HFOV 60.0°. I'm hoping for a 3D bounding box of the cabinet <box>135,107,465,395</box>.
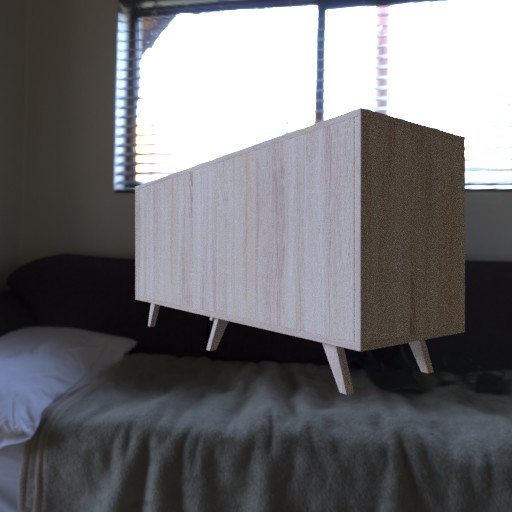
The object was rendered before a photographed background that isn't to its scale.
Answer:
[{"bbox_3d":[0.000,0.000,1.972,0.500,0.780,1.650,0,0,-35],"label":"cabinet"}]
